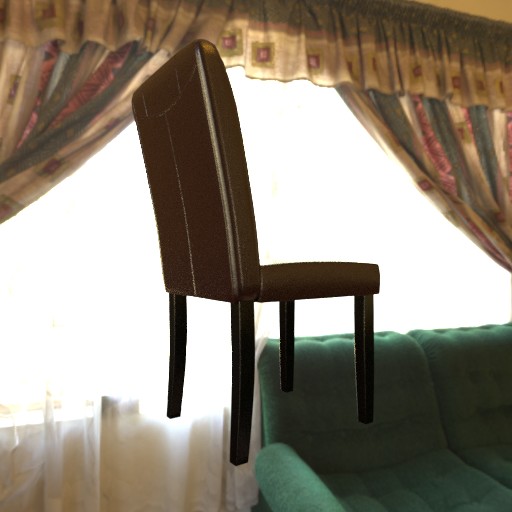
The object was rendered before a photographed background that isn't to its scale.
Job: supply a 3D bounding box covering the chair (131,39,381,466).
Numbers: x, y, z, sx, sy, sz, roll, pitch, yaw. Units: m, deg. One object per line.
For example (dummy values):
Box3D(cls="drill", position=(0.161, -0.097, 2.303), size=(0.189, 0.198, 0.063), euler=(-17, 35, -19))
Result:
Box3D(cls="chair", position=(0.000, 0.000, 1.193), size=(0.556, 0.897, 0.399), euler=(0, 0, -35))
